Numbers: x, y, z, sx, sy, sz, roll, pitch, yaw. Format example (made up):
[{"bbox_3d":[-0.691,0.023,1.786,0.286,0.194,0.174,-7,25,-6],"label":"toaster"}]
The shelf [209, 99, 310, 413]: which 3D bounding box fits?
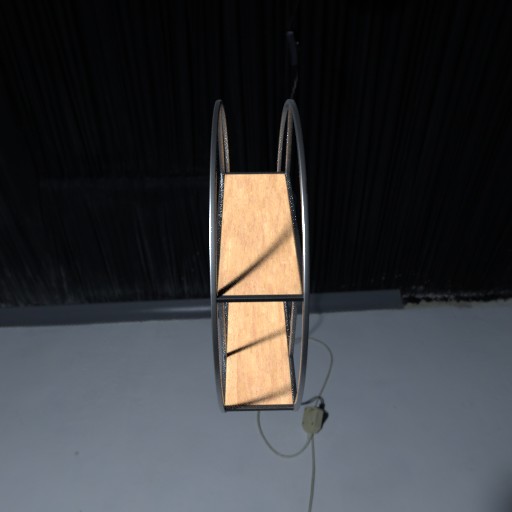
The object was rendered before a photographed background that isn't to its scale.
[{"bbox_3d":[0.000,0.000,1.335,0.202,0.888,0.888,-1,40,-1],"label":"shelf"}]
